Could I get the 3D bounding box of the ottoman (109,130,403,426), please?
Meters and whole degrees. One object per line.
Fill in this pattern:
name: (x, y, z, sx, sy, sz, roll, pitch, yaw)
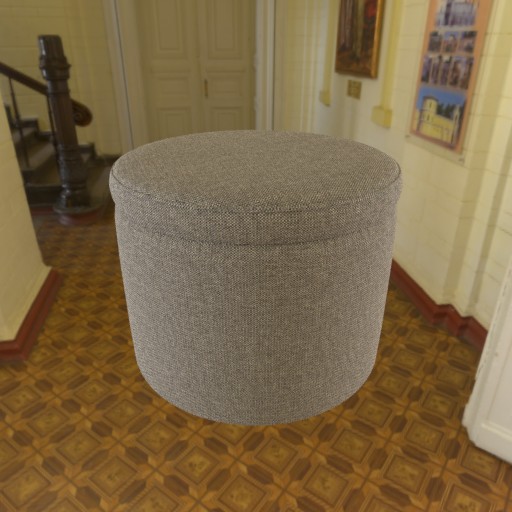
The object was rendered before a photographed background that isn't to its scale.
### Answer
ottoman: (0.000, 0.000, 0.892, 0.520, 0.430, 0.520, 0, 27, 0)
